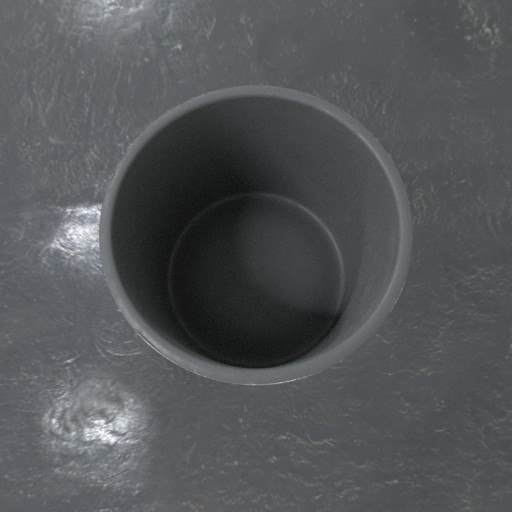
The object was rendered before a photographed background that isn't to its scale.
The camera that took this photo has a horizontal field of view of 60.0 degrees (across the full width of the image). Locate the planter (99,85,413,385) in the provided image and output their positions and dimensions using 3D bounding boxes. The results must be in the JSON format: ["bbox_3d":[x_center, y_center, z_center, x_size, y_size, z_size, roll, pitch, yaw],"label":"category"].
[{"bbox_3d":[0.000,0.000,0.456,0.254,0.221,0.254,0,75,0],"label":"planter"}]
